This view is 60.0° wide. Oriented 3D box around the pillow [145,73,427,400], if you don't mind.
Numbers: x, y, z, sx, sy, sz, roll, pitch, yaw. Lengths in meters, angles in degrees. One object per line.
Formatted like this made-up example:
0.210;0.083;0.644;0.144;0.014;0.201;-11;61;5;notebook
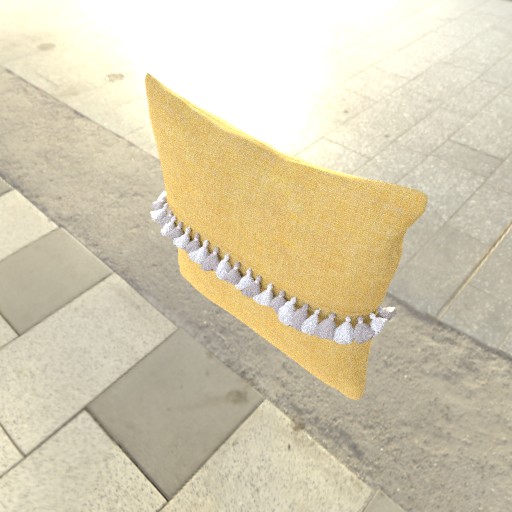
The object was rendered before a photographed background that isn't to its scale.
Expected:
0.000;0.000;0.747;0.485;0.481;0.167;32;54;26;pillow
